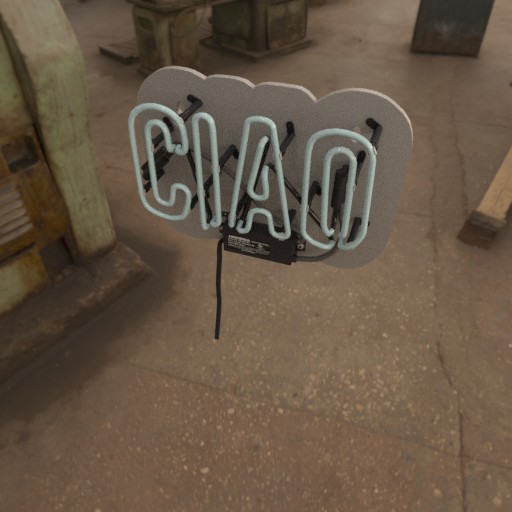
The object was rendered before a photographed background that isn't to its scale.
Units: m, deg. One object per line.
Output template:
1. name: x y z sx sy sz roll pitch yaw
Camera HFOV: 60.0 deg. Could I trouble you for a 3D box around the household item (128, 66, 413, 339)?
1. household item: 0.000 0.000 0.387 0.211 0.294 0.042 13 43 14
